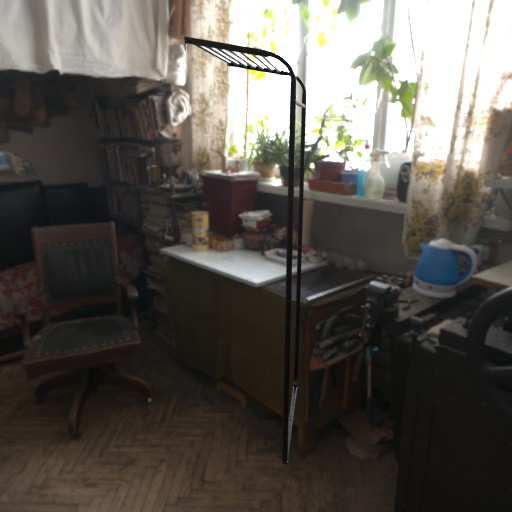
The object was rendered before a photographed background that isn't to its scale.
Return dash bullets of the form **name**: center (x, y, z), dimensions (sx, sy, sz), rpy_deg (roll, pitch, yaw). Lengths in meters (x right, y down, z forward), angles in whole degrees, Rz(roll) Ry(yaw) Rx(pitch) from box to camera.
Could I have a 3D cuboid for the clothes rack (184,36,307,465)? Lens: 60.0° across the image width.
- **clothes rack**: center (0.000, 0.000, 1.847), dimensions (0.349, 1.574, 0.609), rpy_deg (3, 17, 9)
